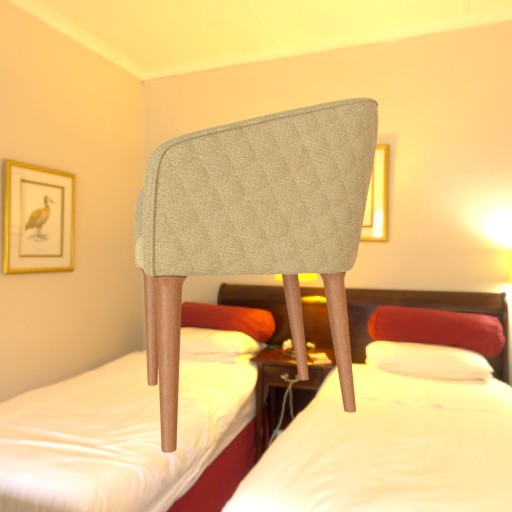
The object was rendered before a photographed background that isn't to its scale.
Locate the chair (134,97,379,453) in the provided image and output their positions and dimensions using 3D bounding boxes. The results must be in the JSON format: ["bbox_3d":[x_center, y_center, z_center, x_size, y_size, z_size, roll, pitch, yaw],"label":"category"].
[{"bbox_3d":[0.000,0.000,1.189,0.616,0.775,0.584,0,0,-17],"label":"chair"}]
